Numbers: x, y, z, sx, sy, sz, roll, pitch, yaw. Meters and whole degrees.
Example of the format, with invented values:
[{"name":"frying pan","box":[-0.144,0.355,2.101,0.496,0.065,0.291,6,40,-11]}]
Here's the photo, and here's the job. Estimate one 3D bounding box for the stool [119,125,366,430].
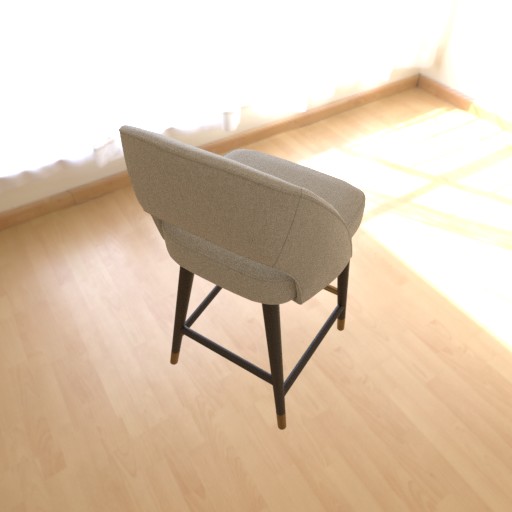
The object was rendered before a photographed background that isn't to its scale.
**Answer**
[{"name":"stool","box":[0.000,0.000,1.223,0.494,0.940,0.509,24,50,22]}]
